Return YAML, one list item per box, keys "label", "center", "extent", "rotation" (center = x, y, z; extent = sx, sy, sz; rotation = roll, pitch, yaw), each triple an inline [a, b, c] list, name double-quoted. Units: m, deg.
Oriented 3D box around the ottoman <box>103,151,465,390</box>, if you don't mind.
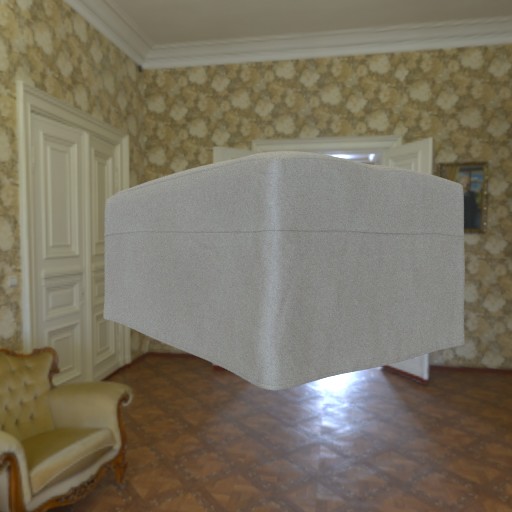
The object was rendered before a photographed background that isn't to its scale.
- label: "ottoman"
  center: [0.000, 0.000, 1.196]
  extent: [0.590, 0.444, 0.872]
  rotation: [-1, 2, -36]
